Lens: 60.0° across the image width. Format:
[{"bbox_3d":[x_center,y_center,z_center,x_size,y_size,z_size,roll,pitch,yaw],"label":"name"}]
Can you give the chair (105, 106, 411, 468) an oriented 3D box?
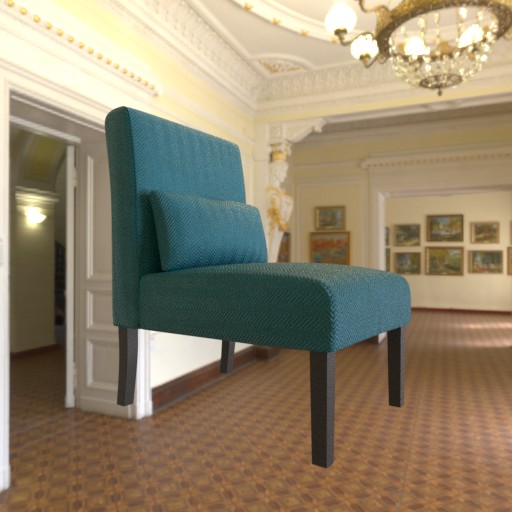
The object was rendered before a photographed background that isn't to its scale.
[{"bbox_3d":[0.000,0.000,1.397,0.808,0.927,0.579,0,-1,36],"label":"chair"}]
